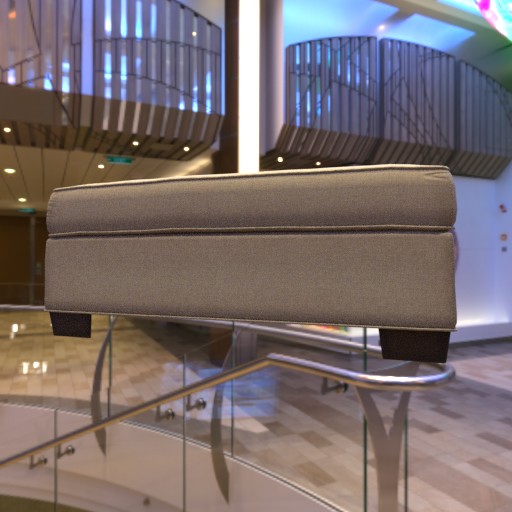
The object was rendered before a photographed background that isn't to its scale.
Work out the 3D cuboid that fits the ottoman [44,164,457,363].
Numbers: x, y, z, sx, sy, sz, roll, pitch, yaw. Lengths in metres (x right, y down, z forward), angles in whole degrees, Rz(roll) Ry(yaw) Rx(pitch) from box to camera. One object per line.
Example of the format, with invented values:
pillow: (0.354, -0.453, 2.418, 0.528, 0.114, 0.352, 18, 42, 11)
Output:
ottoman: (0.000, 0.000, 1.385, 1.097, 0.461, 0.617, 0, 0, 19)
